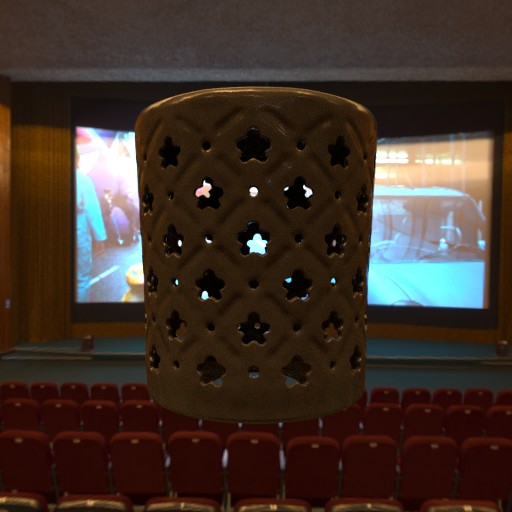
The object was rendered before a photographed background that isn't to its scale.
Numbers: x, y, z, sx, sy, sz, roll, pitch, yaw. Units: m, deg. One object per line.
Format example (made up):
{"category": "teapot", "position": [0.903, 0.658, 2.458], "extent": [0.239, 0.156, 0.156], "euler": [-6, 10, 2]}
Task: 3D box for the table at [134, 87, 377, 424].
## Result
{"category": "table", "position": [0.000, 0.000, 0.662], "extent": [0.352, 0.387, 0.352], "euler": [0, 1, 0]}
